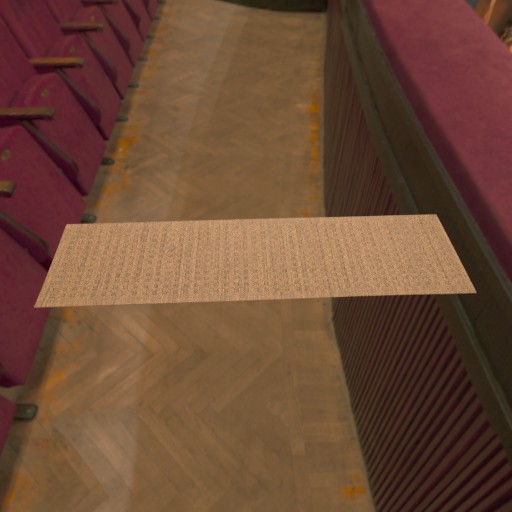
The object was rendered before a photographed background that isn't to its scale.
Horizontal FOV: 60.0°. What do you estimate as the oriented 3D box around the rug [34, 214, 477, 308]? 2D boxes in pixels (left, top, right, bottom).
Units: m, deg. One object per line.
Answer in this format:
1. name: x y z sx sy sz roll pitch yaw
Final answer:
1. rug: 0.000 0.000 2.681 2.437 0.005 0.688 -2 45 -2
